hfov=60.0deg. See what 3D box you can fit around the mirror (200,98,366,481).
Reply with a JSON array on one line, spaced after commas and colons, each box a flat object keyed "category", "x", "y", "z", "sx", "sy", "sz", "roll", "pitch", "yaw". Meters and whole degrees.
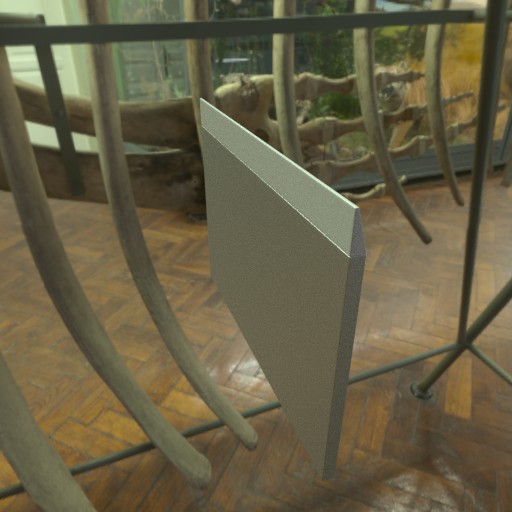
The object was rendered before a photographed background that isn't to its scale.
[{"category": "mirror", "x": 0.000, "y": 0.000, "z": 1.139, "sx": 0.030, "sy": 0.630, "sz": 0.870, "roll": -11, "pitch": 32, "yaw": -18}]
